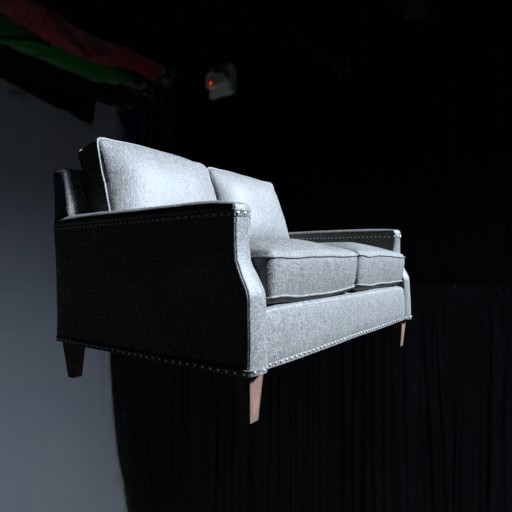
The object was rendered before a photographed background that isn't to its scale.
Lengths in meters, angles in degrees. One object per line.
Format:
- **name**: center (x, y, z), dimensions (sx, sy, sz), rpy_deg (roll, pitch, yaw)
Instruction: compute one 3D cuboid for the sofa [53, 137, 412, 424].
- **sofa**: center (0.000, 0.000, 2.183), dimensions (1.084, 1.003, 1.597), rpy_deg (0, -1, 35)
